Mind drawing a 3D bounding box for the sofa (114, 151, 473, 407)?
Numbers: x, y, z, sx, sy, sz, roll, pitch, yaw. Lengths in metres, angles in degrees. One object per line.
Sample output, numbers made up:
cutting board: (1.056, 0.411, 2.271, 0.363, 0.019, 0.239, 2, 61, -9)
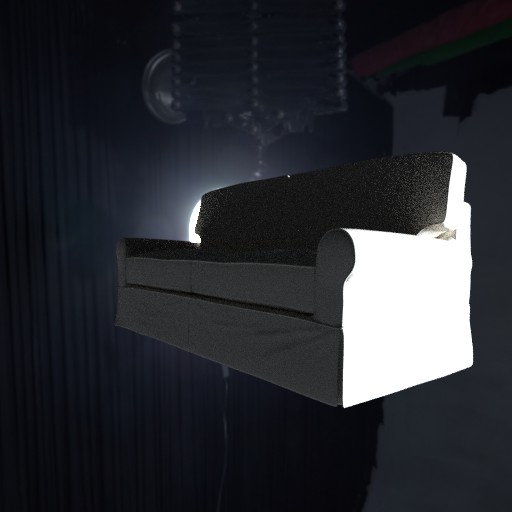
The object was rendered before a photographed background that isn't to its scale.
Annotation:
sofa: (0.000, 0.000, 2.398, 0.862, 0.937, 2.021, -1, 1, -38)
